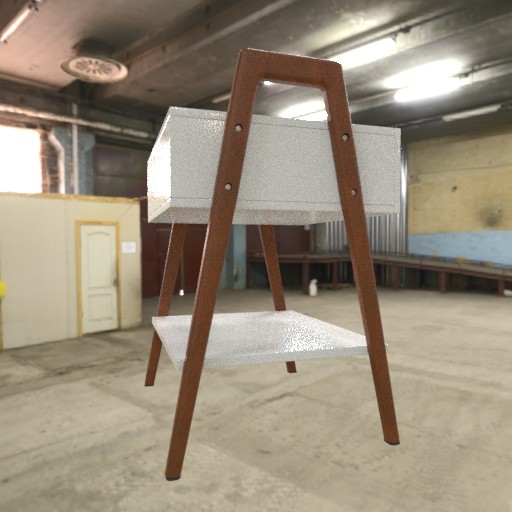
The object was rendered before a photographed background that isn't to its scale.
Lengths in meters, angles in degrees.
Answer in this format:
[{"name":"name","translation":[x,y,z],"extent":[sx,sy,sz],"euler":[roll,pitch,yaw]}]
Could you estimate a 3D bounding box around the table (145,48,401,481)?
[{"name":"table","translation":[0.000,0.000,0.882],"extent":[0.405,0.610,0.457],"euler":[0,1,-18]}]
